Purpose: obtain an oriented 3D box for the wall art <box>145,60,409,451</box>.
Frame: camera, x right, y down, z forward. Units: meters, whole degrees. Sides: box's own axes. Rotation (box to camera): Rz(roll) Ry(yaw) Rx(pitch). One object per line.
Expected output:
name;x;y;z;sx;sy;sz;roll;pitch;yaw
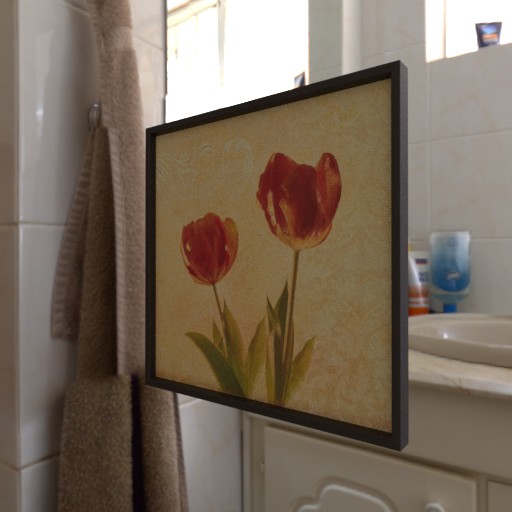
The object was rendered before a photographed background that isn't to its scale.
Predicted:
wall art;0.000;0.000;0.514;0.349;0.349;0.038;0;0;37
